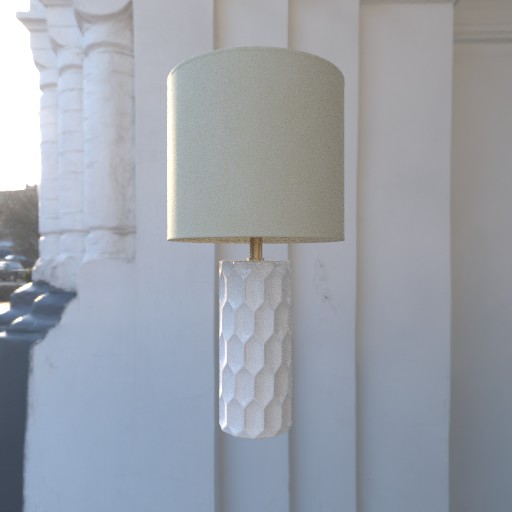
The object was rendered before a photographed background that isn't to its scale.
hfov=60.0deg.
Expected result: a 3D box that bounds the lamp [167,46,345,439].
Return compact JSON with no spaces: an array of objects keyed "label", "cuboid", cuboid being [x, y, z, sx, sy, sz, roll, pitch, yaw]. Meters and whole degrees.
[{"label":"lamp","cuboid":[0.000,0.000,0.704,0.277,0.537,0.277,0,0,17]}]
